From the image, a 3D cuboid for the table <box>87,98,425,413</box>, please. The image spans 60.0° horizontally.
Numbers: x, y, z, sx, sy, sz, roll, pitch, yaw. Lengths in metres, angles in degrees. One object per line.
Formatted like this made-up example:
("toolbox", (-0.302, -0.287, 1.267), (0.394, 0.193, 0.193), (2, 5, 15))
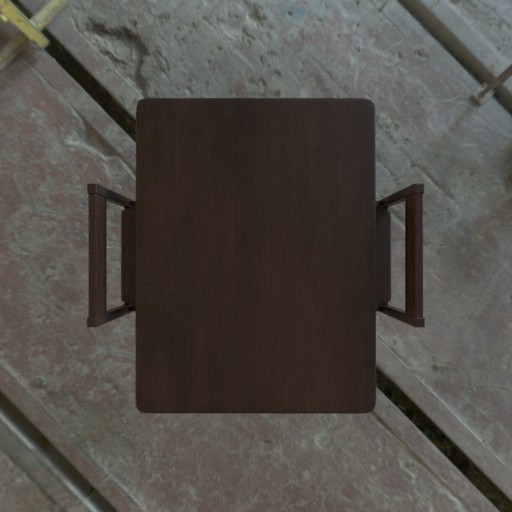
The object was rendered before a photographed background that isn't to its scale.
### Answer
("table", (0.000, 0.000, 1.127), (0.672, 0.503, 0.650), (0, 90, 0))
